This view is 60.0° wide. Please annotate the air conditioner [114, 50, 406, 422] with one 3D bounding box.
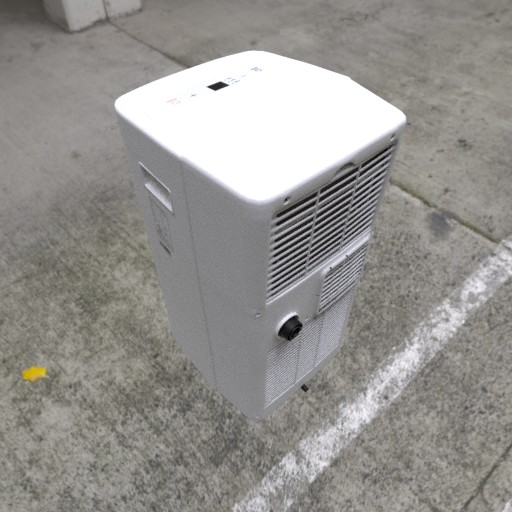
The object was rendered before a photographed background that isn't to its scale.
[{"bbox_3d":[0.000,0.000,0.815,0.304,0.606,0.349,-33,55,-27],"label":"air conditioner"}]
